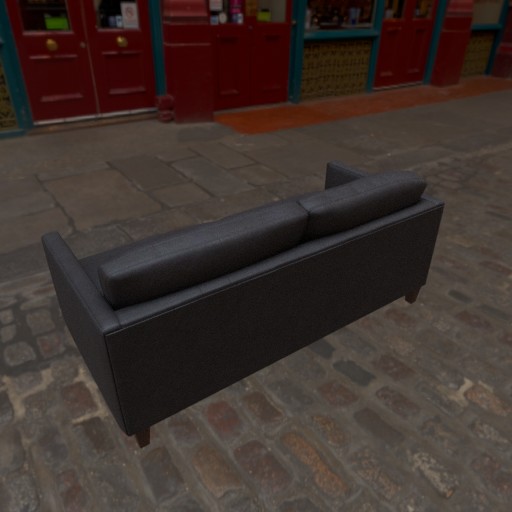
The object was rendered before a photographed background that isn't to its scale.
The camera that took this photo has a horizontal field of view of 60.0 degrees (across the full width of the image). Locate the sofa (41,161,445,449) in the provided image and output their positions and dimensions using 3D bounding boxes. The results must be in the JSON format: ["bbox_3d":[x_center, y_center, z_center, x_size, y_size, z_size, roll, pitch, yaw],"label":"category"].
[{"bbox_3d":[0.000,0.000,2.436,1.971,0.863,0.933,-20,35,-30],"label":"sofa"}]
